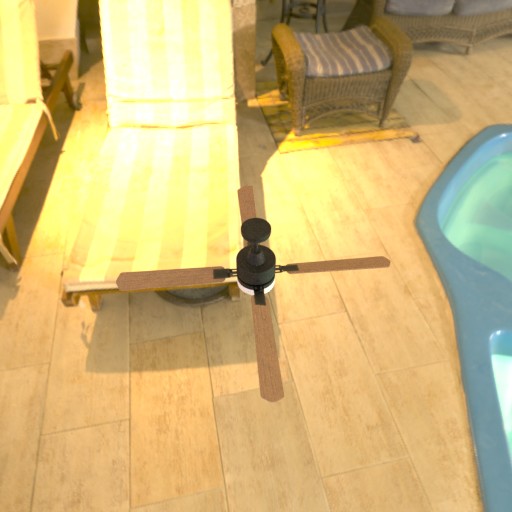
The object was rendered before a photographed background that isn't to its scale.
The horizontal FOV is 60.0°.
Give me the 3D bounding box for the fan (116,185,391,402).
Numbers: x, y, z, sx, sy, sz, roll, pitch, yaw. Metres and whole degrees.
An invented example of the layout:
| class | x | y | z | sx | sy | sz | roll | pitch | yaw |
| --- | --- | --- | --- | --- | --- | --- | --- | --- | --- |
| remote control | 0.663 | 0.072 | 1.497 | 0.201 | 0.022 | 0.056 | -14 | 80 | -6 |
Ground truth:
| class | x | y | z | sx | sy | sz | roll | pitch | yaw |
| --- | --- | --- | --- | --- | --- | --- | --- | --- | --- |
| fan | 0.000 | 0.000 | 2.048 | 1.320 | 0.355 | 1.320 | -4 | 47 | -4 |
